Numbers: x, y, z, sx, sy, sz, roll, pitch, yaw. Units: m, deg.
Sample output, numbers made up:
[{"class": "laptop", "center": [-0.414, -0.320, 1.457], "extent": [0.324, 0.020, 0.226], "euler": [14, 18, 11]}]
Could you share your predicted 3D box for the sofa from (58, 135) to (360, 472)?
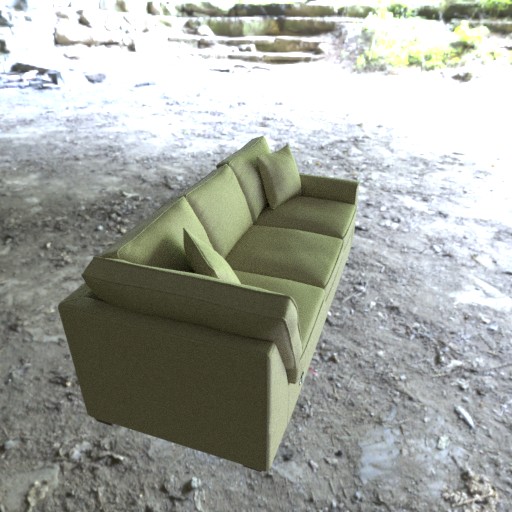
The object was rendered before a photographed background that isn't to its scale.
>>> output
[{"class": "sofa", "center": [0.000, 0.000, 2.858], "extent": [1.053, 0.948, 2.323], "euler": [10, 32, 17]}]
